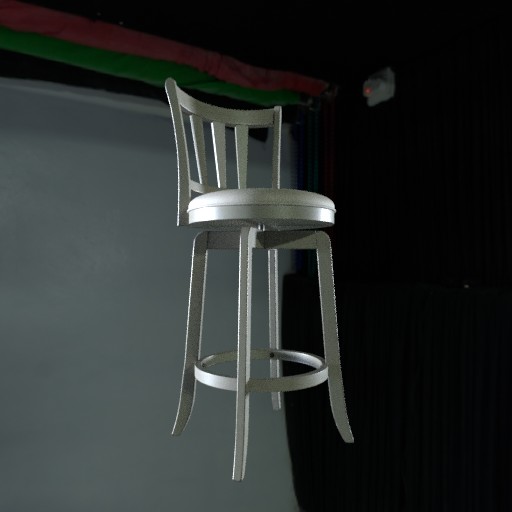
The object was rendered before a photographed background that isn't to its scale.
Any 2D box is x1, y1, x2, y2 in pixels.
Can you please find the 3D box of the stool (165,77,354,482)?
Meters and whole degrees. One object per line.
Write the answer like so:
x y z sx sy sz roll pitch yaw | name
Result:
0.000 0.000 1.295 0.436 1.042 0.475 0 -1 -36 | stool
